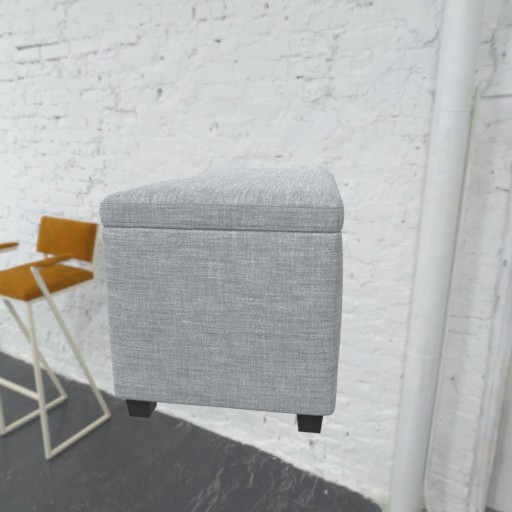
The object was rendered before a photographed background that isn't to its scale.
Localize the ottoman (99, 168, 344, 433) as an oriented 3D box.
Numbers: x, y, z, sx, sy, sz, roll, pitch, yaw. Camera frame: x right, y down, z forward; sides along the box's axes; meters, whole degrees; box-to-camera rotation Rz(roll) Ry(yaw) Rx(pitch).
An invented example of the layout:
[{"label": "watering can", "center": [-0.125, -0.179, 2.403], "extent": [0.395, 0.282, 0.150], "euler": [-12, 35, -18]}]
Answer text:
[{"label": "ottoman", "center": [0.000, 0.000, 1.161], "extent": [0.419, 0.432, 0.902], "euler": [2, 14, 8]}]
